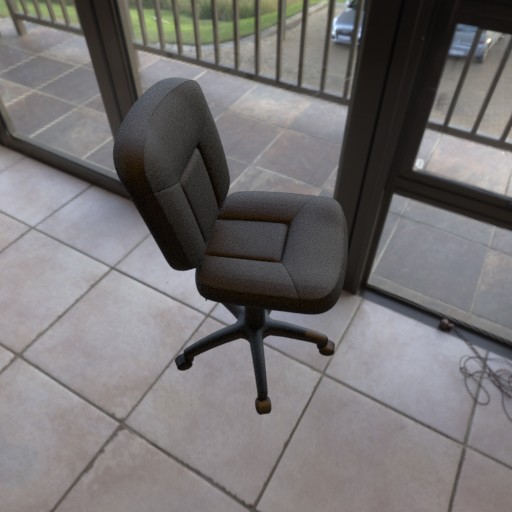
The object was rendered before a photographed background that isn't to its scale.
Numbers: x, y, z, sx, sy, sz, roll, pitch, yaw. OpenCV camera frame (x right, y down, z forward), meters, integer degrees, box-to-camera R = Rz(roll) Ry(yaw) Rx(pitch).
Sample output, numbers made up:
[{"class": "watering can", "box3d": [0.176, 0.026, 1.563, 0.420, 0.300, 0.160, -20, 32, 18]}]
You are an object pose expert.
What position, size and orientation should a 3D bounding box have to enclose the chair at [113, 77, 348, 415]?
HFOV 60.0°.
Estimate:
[{"class": "chair", "box3d": [0.000, 0.000, 1.380, 0.610, 0.972, 0.610, 9, 49, 8]}]
